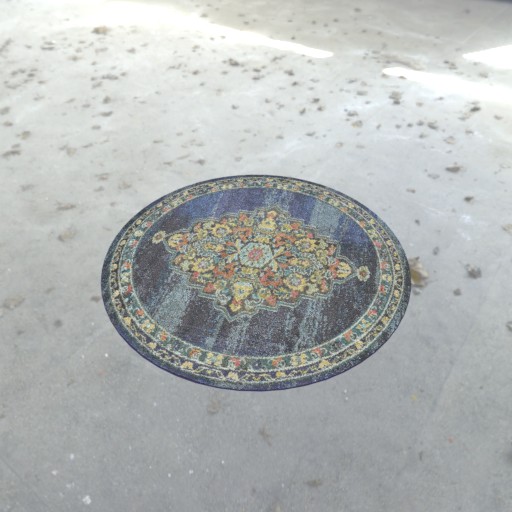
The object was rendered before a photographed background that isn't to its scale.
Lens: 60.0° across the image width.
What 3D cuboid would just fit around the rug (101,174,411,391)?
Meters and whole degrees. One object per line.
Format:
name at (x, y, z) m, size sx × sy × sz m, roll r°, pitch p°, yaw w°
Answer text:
rug at (0.000, 0.000, 3.517) m, size 2.386 × 0.014 × 2.386 m, roll 0°, pitch 42°, yaw 0°
